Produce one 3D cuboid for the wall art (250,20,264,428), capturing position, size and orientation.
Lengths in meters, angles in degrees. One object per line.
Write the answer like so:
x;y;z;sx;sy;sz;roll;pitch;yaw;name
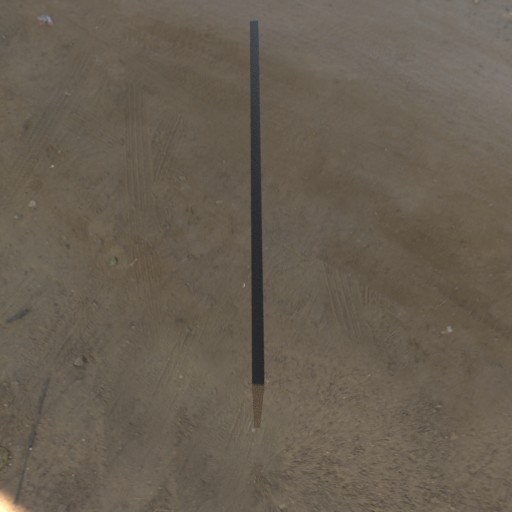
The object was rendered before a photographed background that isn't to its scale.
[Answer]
0.000;0.000;0.980;0.016;0.659;0.663;0;65;0;wall art
